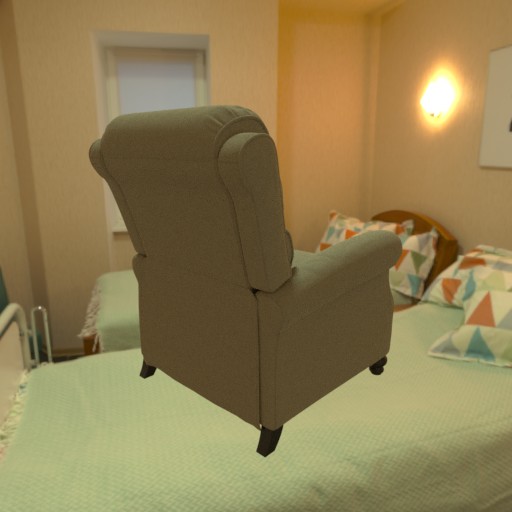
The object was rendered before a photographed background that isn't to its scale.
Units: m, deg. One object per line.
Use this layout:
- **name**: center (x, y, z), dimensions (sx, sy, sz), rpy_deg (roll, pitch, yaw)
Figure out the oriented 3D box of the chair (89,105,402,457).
- **chair**: center (0.000, 0.000, 1.724), dimensions (0.859, 1.046, 0.919), rpy_deg (13, 19, 43)
